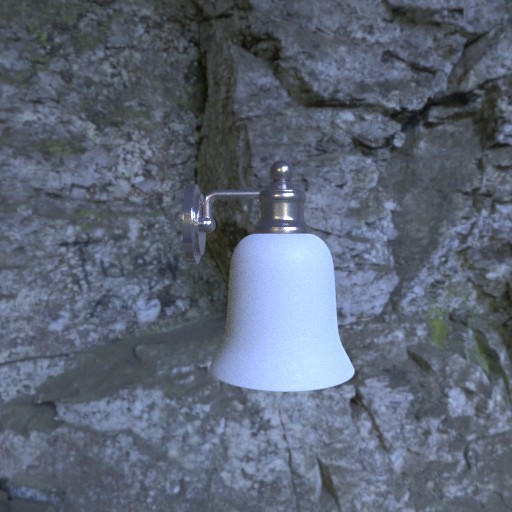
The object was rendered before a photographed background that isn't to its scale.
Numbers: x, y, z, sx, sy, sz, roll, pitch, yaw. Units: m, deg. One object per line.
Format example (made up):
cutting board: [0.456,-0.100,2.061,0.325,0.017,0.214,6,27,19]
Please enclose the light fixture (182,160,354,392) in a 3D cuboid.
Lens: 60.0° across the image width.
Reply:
light fixture: [0.000,0.000,0.658,0.198,0.211,0.570,0,2,0]
